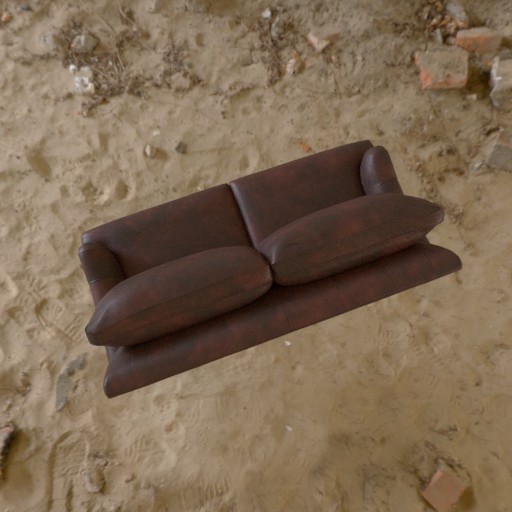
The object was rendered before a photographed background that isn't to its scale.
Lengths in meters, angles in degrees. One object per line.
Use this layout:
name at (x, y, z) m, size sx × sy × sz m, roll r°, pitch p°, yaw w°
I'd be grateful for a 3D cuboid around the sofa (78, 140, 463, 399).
sofa at (0.000, 0.000, 2.912) m, size 2.144 × 1.071 × 1.147 m, roll -19°, pitch 76°, yaw -5°
